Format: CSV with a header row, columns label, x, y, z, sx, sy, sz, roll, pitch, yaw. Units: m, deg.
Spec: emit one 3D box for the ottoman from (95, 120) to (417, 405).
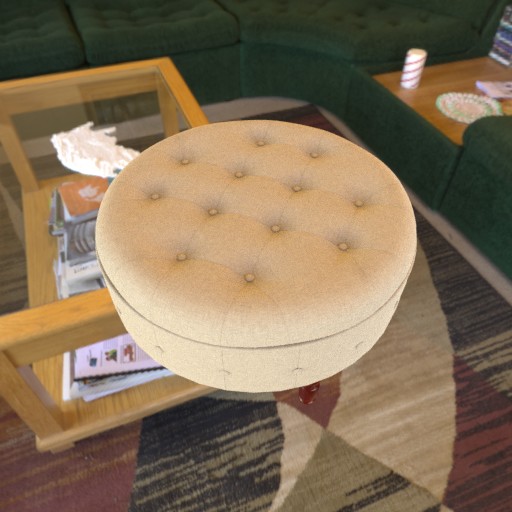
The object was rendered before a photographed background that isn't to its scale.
label,x,y,z,sx,sy,sz,roll,pitch,yaw
ottoman,0.000,0.000,1.324,0.849,0.478,0.849,0,47,0
